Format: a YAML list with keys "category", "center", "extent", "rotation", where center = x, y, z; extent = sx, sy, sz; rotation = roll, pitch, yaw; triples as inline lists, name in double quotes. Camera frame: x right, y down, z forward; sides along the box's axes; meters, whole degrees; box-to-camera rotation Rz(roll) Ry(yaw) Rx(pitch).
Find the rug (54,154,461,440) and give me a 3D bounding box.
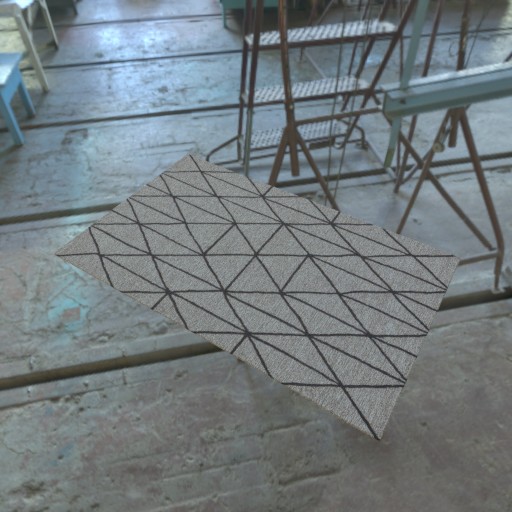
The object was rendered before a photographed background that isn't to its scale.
- category: "rug"
  center: [0.000, 0.000, 3.152]
  extent: [2.465, 0.008, 1.526]
  rotation: [25, 51, 22]
